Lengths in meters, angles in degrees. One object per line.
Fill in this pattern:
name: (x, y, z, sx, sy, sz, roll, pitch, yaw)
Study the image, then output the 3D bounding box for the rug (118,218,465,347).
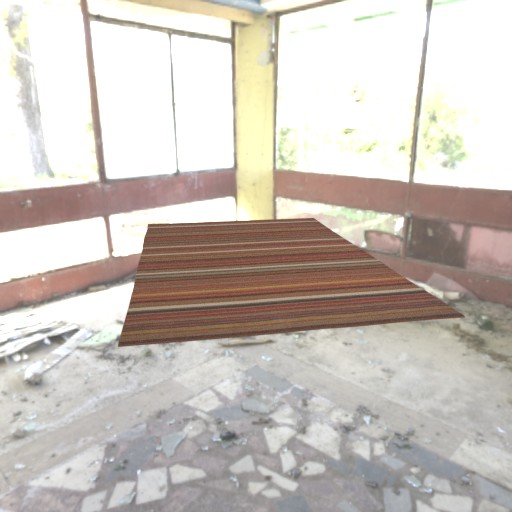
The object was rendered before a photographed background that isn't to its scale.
rug: (0.000, 0.000, 2.361, 1.217, 0.007, 1.828, -3, 17, -10)
